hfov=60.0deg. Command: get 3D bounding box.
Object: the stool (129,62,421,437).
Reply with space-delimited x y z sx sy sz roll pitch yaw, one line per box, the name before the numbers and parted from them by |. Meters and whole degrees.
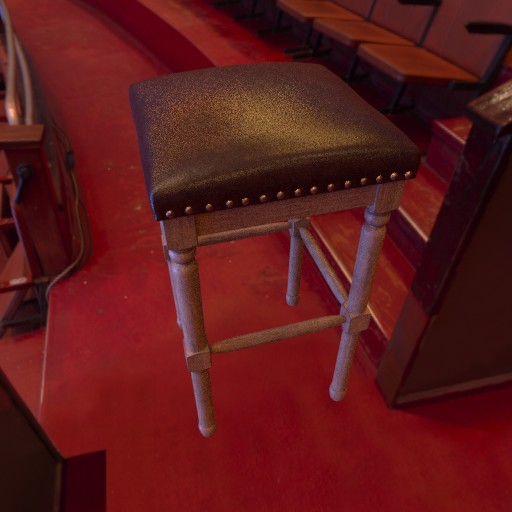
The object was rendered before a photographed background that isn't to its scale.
stool | 0.000 0.000 0.913 0.383 0.702 0.382 -11 43 -12
